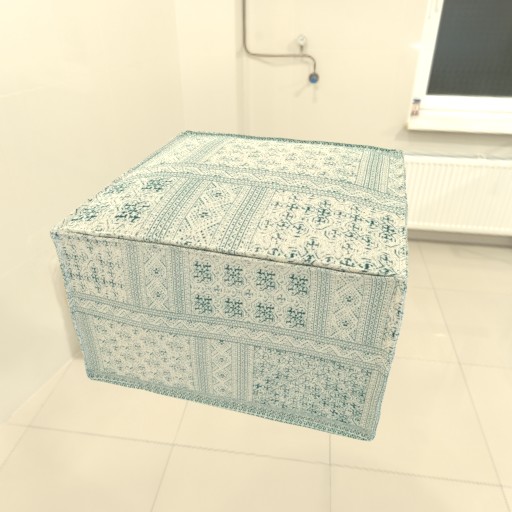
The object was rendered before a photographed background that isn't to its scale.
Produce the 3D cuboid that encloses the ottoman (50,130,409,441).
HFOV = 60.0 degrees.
[{"bbox_3d":[0.000,0.000,1.049,0.626,0.439,0.617,8,33,13],"label":"ottoman"}]
